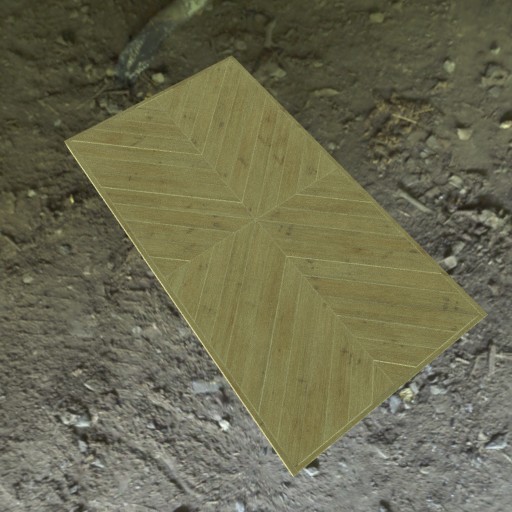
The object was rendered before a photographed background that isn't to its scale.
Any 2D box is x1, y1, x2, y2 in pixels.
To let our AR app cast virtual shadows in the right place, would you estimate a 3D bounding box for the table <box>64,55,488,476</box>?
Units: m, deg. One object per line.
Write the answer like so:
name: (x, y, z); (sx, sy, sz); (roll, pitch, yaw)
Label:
table: (0.000, 0.000, 2.310); (0.991, 0.762, 1.803); (-33, 69, -14)
